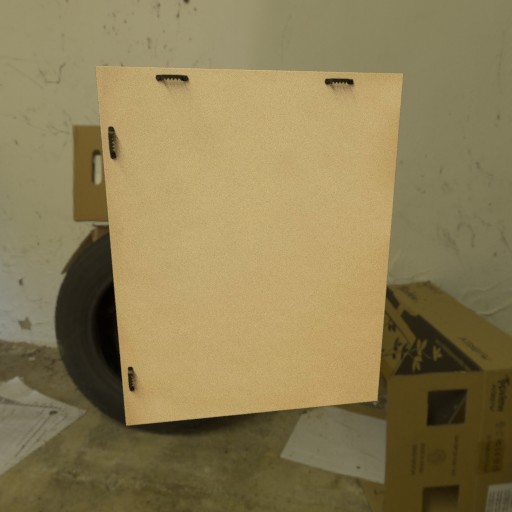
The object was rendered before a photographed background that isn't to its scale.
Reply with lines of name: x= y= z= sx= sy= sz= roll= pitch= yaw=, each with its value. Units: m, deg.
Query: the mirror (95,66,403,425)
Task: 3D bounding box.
mirror: x=0.000 y=0.000 z=0.656 sx=0.406 sy=0.509 sz=0.041 roll=-2 pitch=15 yaw=-9
